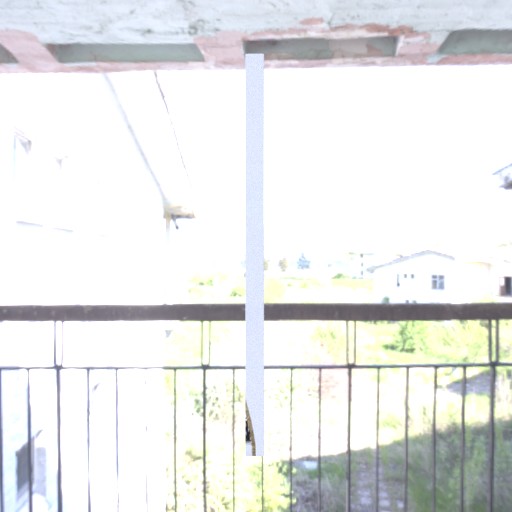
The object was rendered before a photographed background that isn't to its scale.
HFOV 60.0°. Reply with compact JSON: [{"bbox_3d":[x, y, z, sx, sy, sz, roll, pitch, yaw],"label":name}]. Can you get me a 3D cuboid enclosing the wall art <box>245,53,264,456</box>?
[{"bbox_3d":[0.000,0.000,1.415,0.038,0.767,1.144,0,0,0],"label":"wall art"}]
